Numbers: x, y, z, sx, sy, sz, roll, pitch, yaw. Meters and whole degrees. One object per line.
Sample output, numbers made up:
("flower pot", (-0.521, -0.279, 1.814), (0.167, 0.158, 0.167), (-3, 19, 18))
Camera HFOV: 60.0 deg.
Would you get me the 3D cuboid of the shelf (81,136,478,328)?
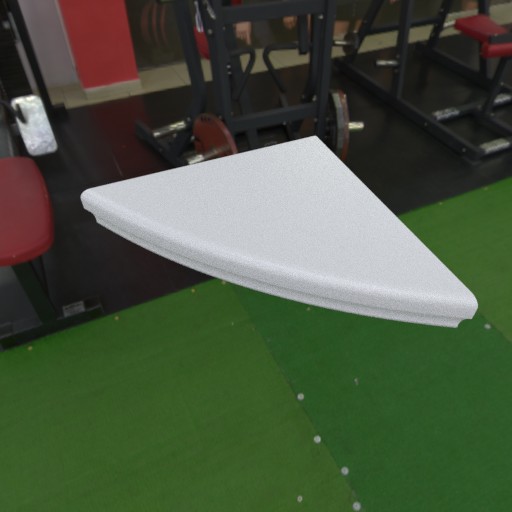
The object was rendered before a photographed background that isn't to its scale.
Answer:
("shelf", (0.000, 0.000, 0.469), (0.310, 0.050, 0.310), (-17, 48, -16))
